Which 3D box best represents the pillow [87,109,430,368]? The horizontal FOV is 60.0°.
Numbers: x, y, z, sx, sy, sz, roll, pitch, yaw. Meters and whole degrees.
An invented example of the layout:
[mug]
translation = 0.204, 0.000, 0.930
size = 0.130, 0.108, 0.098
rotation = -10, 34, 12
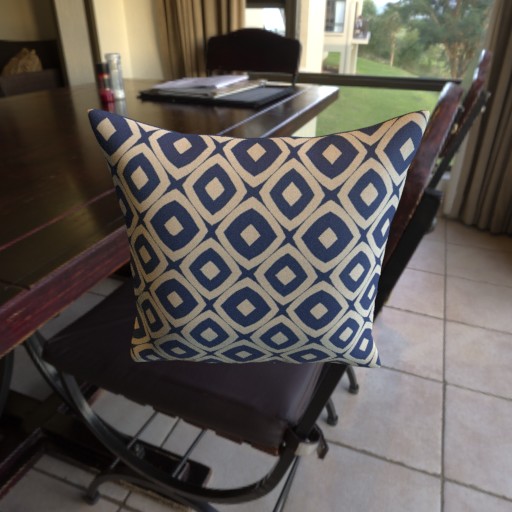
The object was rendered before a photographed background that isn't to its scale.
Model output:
[pillow]
translation = 0.000, 0.000, 0.771
size = 0.504, 0.494, 0.188
rotation = 1, 29, 2
